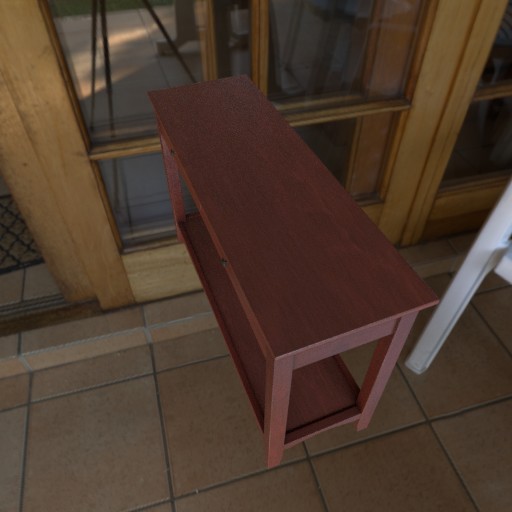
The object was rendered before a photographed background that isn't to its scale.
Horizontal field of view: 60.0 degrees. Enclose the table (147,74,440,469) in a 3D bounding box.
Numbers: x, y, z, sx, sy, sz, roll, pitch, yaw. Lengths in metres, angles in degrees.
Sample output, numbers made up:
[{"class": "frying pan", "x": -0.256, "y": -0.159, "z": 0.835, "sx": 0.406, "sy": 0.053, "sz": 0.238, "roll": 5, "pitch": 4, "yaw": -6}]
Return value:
[{"class": "table", "x": 0.000, "y": 0.000, "z": 1.560, "sx": 0.392, "sy": 0.739, "sz": 1.188, "roll": -16, "pitch": 49, "yaw": -15}]
